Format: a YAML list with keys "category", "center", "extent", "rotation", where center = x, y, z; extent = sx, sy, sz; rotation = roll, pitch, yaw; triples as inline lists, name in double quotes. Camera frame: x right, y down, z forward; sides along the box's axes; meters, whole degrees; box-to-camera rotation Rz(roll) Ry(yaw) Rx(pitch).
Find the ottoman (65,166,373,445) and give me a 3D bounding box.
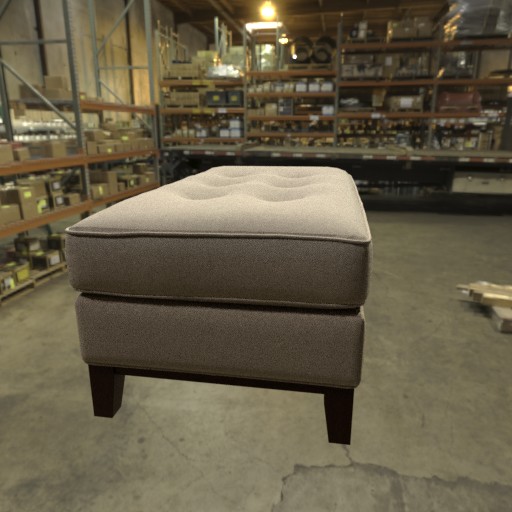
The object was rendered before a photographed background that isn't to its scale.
- category: "ottoman"
  center: [0.000, 0.000, 1.453]
  extent: [0.648, 0.508, 1.143]
  rotation: [3, 17, 9]
